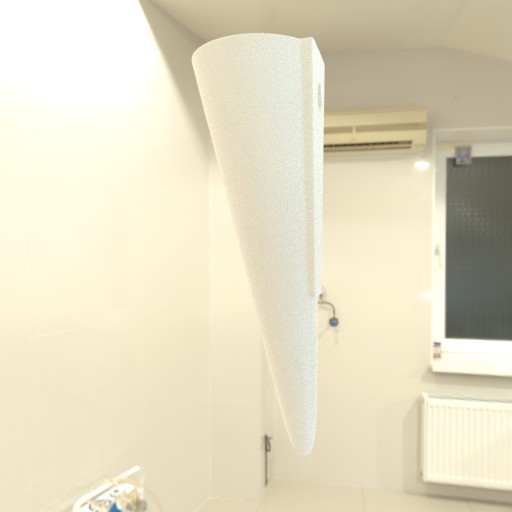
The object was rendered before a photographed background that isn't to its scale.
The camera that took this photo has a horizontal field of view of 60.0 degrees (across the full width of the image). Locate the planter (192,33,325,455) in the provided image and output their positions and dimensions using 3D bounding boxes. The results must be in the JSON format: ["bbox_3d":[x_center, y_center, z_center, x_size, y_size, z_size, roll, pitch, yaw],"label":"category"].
[{"bbox_3d":[0.000,0.000,0.221,0.064,0.193,0.057,1,2,18],"label":"planter"}]
